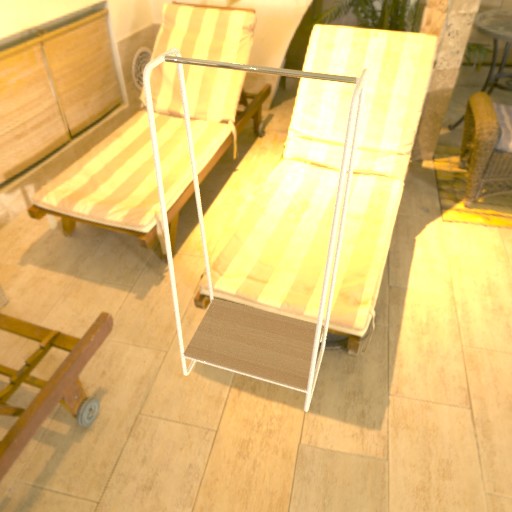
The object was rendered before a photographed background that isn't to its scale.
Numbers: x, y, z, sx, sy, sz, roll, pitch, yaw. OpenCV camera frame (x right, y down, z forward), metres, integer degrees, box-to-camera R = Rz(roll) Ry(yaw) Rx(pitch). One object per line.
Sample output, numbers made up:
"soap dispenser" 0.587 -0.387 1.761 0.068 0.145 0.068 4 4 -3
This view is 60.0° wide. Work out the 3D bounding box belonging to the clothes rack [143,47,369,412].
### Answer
"clothes rack" 0.000 0.000 1.804 0.640 1.500 0.400 12 43 14
